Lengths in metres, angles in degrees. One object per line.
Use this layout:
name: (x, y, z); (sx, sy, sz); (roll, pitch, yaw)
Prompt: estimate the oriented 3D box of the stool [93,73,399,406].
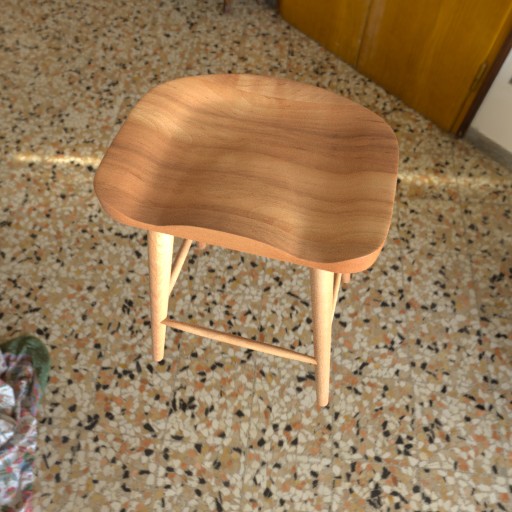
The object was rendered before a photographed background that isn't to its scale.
stool: (0.000, 0.000, 0.891); (0.440, 0.615, 0.361); (13, 60, 8)
